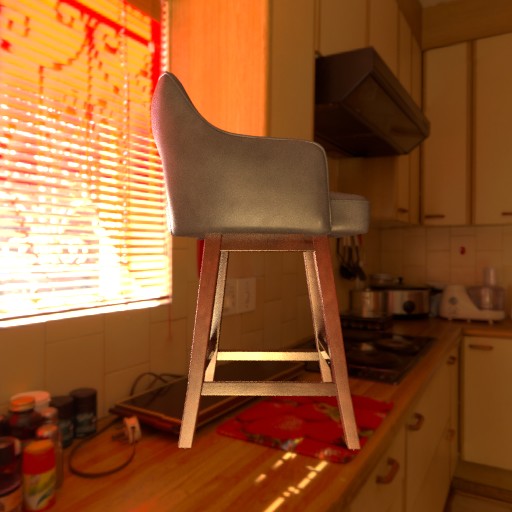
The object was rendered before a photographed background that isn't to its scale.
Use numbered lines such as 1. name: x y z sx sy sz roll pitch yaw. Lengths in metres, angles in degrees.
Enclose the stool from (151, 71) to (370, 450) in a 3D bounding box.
1. stool: 0.000 0.000 1.279 0.560 0.936 0.550 0 1 1
